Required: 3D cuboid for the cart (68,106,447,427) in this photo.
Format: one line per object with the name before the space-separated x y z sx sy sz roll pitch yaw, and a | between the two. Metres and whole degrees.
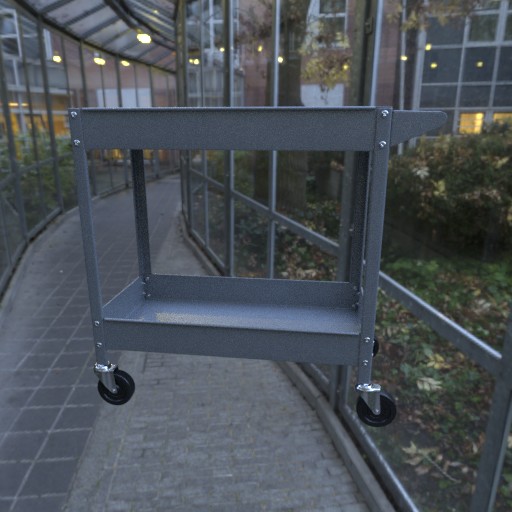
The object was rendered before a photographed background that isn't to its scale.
cart | 0.000 0.000 1.148 0.779 0.719 0.366 2 17 7
